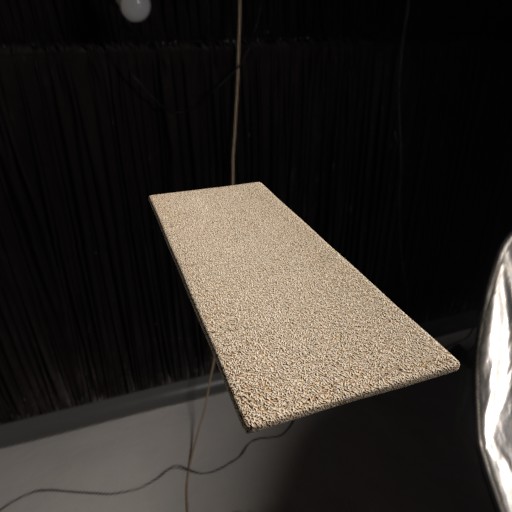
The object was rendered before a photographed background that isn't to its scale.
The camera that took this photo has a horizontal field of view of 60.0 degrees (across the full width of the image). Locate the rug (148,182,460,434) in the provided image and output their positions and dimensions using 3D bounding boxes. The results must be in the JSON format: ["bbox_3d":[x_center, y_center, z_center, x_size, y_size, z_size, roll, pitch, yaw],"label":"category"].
[{"bbox_3d":[0.000,0.000,1.713,0.609,0.030,1.524,-10,30,-17],"label":"rug"}]
